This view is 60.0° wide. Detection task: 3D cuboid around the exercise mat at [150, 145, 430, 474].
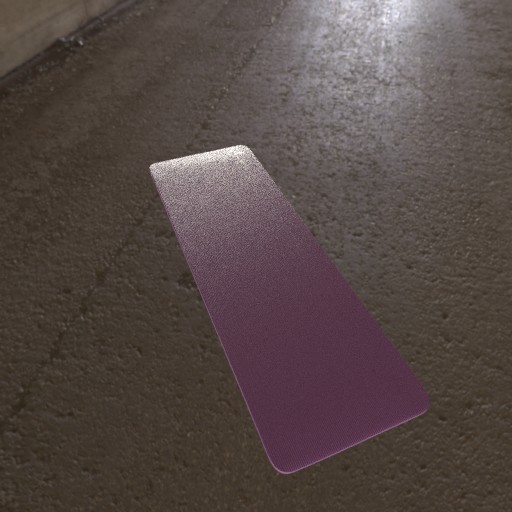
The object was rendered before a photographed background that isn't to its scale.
[{"bbox_3d":[0.000,0.000,2.080,0.616,0.021,1.869,-16,48,-15],"label":"exercise mat"}]
